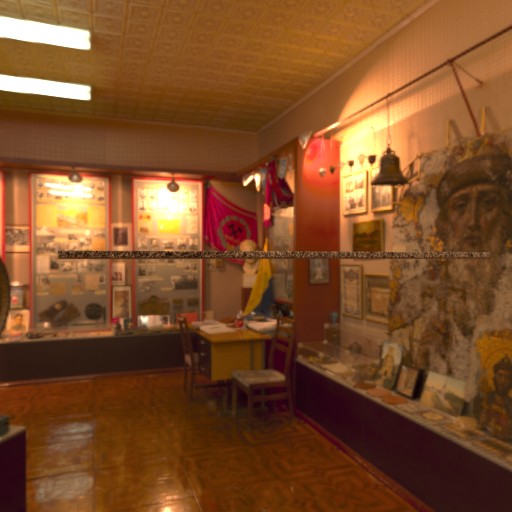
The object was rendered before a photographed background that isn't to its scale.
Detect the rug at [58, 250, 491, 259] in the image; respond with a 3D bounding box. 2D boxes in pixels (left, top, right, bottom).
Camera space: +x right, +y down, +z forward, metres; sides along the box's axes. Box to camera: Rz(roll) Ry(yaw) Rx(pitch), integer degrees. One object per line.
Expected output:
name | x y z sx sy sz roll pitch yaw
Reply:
rug | 0.000 0.000 2.096 1.601 0.025 1.198 0 0 -18
